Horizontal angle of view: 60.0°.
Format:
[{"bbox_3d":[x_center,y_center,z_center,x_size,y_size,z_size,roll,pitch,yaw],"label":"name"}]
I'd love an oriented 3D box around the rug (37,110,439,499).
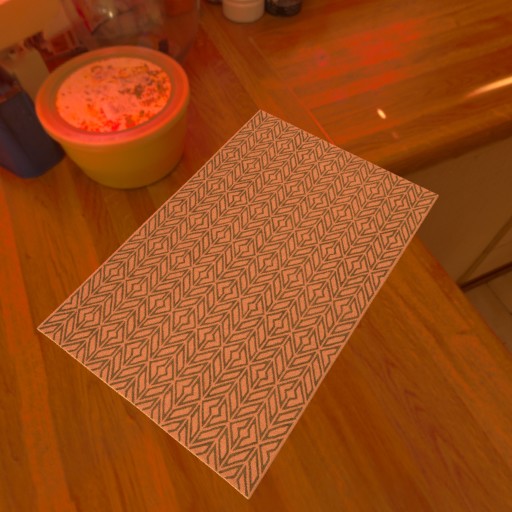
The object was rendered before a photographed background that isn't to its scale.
[{"bbox_3d":[0.000,0.000,2.278,1.220,0.007,1.828,31,64,17],"label":"rug"}]
